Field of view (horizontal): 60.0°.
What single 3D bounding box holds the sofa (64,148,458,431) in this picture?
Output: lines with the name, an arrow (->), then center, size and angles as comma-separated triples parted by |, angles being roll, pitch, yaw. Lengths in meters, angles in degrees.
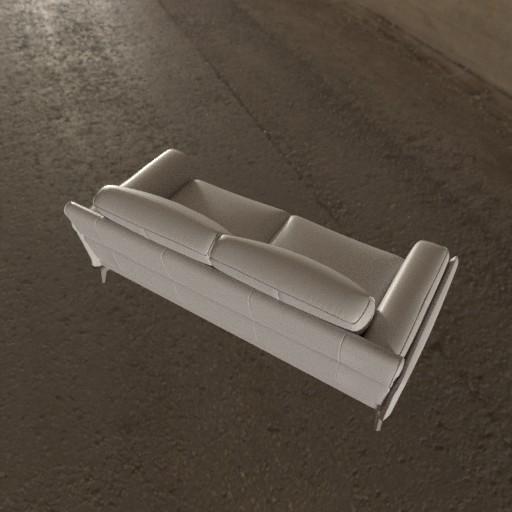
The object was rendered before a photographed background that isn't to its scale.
sofa -> 0.000, 0.000, 2.651 | 2.101, 0.930, 1.049 | 24, 50, 21
